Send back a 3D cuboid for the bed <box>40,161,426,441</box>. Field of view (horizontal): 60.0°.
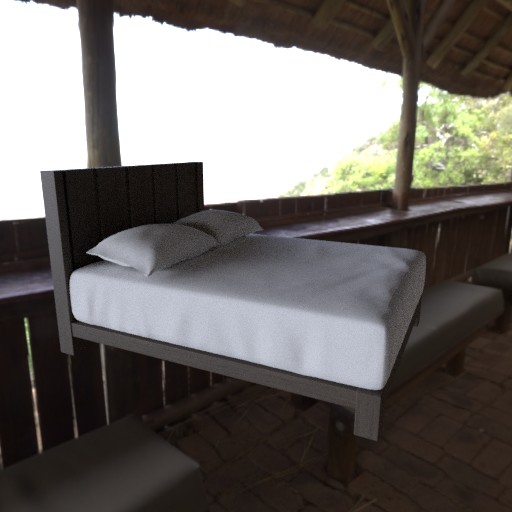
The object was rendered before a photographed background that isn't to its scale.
[{"bbox_3d":[0.000,0.000,3.270,2.242,1.270,1.727,7,16,25],"label":"bed"}]
